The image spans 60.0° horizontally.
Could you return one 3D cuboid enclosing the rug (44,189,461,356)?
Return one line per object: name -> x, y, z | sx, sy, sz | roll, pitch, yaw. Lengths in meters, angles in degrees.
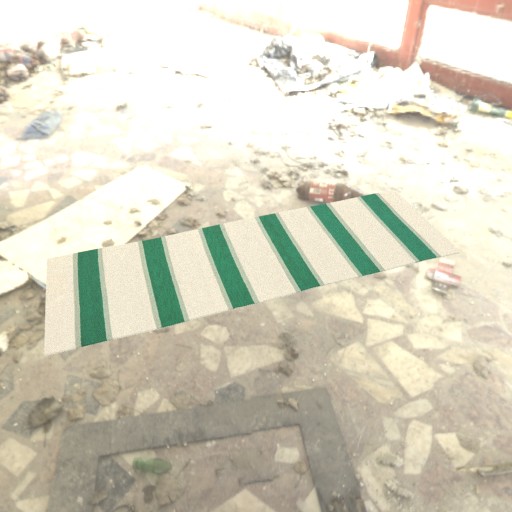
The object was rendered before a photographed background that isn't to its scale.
rug -> 0.000, 0.000, 2.731 | 2.438, 0.012, 0.768 | -12, 42, -14
